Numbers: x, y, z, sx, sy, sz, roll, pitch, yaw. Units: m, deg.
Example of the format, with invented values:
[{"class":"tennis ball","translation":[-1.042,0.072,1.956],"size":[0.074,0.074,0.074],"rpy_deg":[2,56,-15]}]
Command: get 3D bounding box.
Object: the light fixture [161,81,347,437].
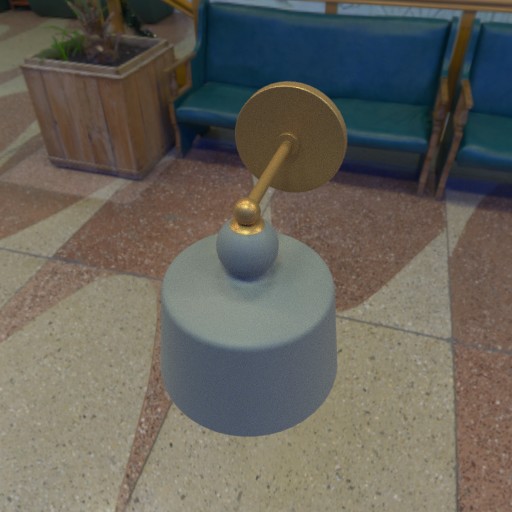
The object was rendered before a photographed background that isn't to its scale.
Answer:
[{"class":"light fixture","translation":[0.000,0.000,0.452],"size":[0.204,0.268,0.254],"rpy_deg":[12,42,14]}]
